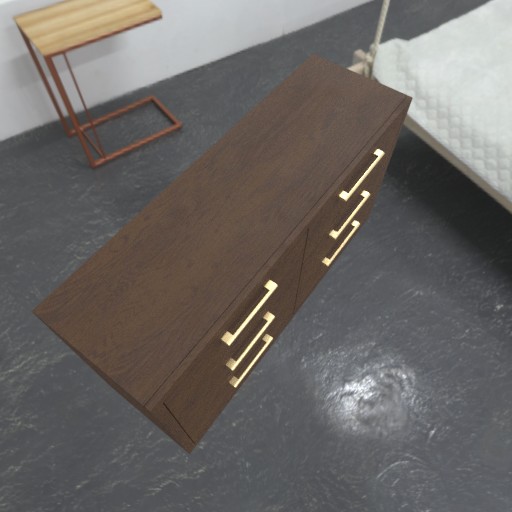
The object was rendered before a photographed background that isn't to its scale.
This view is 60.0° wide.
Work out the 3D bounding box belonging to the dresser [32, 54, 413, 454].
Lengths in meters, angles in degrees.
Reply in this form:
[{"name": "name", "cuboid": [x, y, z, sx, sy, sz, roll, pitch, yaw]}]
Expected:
[{"name": "dresser", "cuboid": [0.000, 0.000, 1.919, 0.512, 0.889, 1.523, 32, 64, 18]}]
